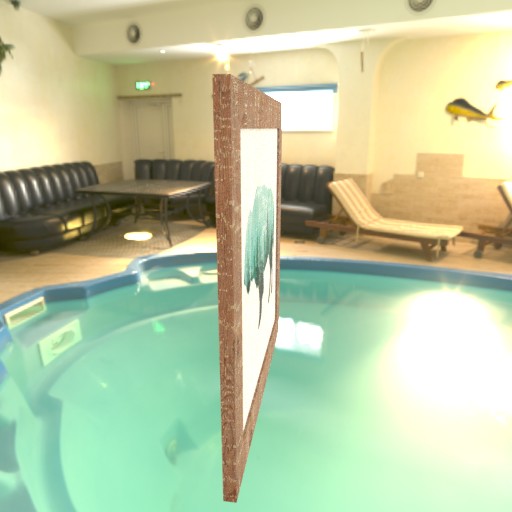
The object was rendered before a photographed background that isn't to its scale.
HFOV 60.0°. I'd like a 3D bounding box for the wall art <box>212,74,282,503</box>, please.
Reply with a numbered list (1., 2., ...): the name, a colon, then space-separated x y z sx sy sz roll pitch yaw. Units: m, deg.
1. wall art: 0.000 0.000 0.552 0.022 0.380 0.380 2 16 9
